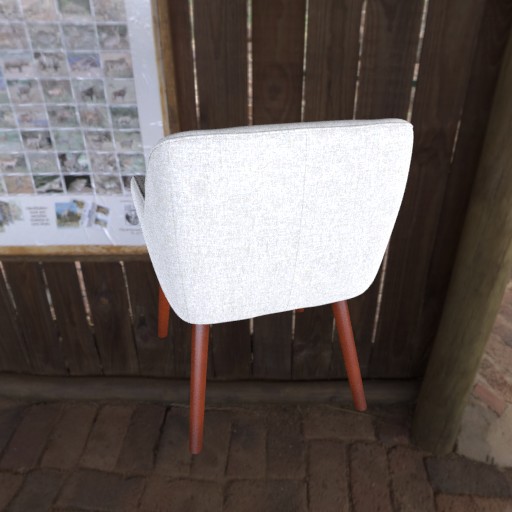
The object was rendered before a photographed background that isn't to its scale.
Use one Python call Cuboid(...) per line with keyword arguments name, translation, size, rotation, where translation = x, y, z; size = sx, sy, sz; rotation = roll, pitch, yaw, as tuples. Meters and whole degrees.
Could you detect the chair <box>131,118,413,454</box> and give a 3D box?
Cuboid(name="chair", translation=(0.000, 0.000, 1.232), size=(0.610, 0.813, 0.610), rotation=(-8, 28, -16))
